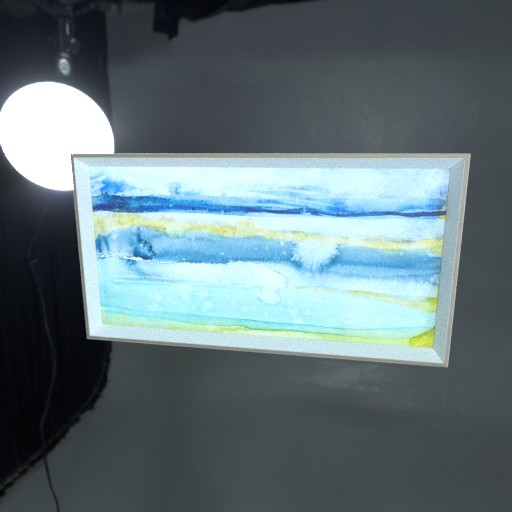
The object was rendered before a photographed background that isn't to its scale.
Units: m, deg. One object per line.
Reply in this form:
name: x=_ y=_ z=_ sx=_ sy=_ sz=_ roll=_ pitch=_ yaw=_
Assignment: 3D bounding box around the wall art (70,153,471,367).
wall art: x=0.000 y=0.000 z=0.956 sx=0.812 sy=0.431 sz=0.038 roll=2 pitch=13 yaw=10
